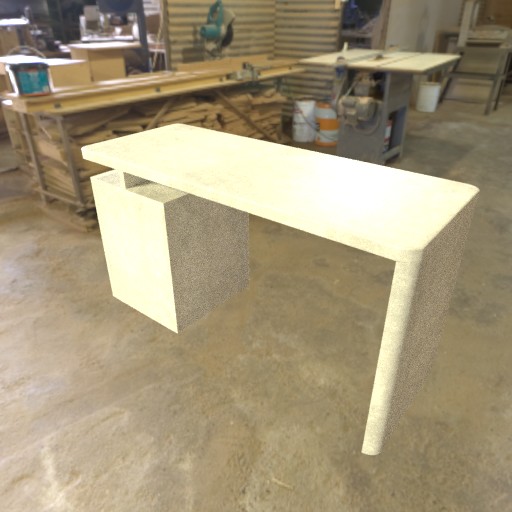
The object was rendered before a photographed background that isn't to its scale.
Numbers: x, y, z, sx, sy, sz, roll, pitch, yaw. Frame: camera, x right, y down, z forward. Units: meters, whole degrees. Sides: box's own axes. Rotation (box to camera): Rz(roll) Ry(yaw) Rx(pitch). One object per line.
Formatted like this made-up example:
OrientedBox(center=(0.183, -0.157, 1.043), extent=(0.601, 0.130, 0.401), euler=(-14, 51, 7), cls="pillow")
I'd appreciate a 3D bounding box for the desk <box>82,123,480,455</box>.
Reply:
OrientedBox(center=(0.000, 0.000, 1.780), extent=(1.400, 0.755, 0.550), euler=(21, 36, 33), cls="desk")
